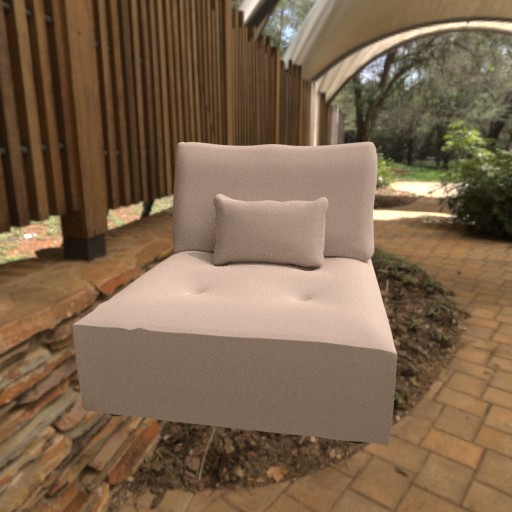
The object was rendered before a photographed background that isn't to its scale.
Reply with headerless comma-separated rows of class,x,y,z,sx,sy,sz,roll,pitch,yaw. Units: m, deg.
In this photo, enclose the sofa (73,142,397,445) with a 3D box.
sofa,0.000,0.000,1.676,0.935,0.828,1.000,3,15,10
